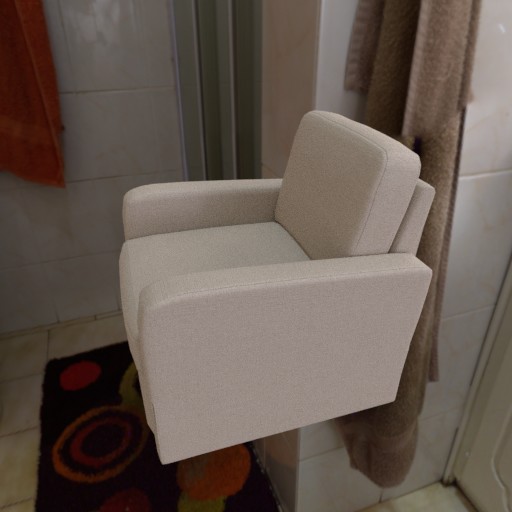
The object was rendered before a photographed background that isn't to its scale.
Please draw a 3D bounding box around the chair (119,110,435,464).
[{"bbox_3d":[0.000,0.000,1.477,0.888,0.827,0.755,-9,31,-15],"label":"chair"}]
